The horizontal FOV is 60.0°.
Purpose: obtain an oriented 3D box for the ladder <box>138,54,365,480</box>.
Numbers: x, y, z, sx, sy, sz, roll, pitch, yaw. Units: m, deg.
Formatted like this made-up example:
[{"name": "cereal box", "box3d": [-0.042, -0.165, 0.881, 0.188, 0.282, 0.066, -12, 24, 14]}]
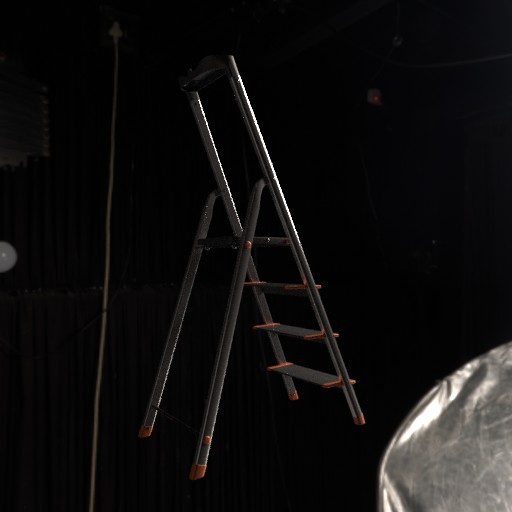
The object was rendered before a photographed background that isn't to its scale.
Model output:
[{"name": "ladder", "box3d": [0.000, 0.000, 1.836, 0.834, 1.429, 0.452, 1, -1, -37]}]
